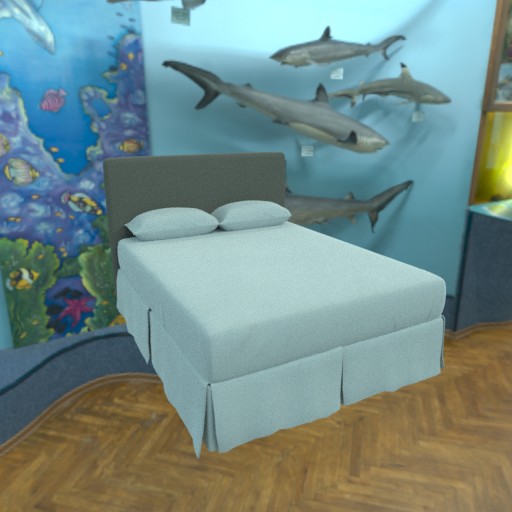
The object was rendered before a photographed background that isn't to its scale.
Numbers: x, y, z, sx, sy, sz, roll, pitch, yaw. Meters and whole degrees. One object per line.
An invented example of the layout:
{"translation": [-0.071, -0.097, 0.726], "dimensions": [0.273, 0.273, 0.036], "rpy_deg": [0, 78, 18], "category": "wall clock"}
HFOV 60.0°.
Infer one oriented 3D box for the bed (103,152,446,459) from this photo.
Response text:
{"translation": [0.000, 0.000, 3.233], "dimensions": [1.748, 1.330, 2.142], "rpy_deg": [-9, 19, -27], "category": "bed"}
